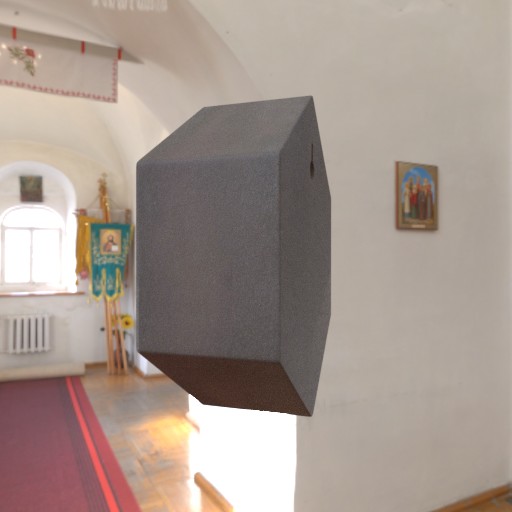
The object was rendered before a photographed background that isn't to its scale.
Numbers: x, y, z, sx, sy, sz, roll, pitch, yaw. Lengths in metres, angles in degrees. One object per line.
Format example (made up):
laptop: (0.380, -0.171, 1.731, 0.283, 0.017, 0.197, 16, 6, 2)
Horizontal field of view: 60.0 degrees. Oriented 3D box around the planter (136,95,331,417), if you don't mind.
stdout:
planter: (0.000, 0.000, 0.297, 0.077, 0.206, 0.169, 0, 0, 18)
